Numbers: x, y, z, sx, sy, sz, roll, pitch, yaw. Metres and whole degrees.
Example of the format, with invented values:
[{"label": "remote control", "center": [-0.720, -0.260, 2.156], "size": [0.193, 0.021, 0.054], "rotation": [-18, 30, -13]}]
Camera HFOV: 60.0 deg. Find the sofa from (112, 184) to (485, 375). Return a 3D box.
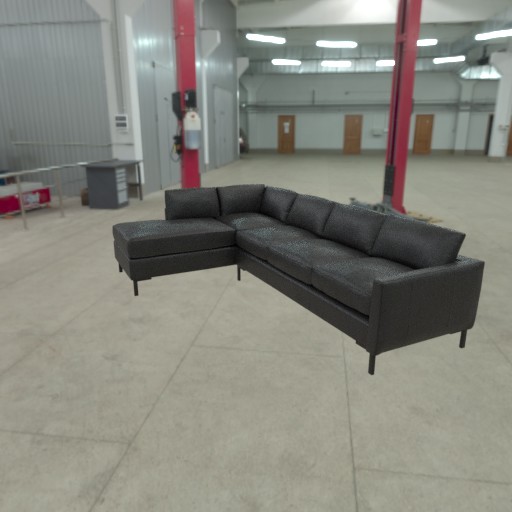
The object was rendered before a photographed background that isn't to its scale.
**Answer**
[{"label": "sofa", "center": [0.000, 0.000, 3.856], "size": [1.938, 0.877, 2.984], "rotation": [-8, 18, -26]}]
